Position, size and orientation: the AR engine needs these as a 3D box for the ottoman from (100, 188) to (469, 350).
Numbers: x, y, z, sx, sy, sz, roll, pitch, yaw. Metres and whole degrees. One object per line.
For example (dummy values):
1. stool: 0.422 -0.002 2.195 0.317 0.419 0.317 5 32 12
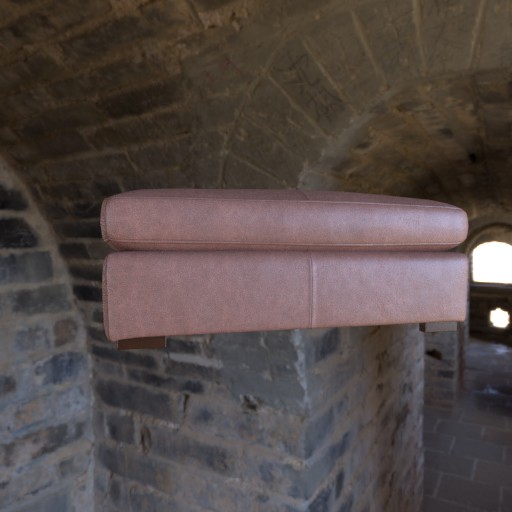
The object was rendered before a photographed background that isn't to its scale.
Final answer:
1. ottoman: 0.000 0.000 1.834 1.168 0.490 1.168 0 0 -16
